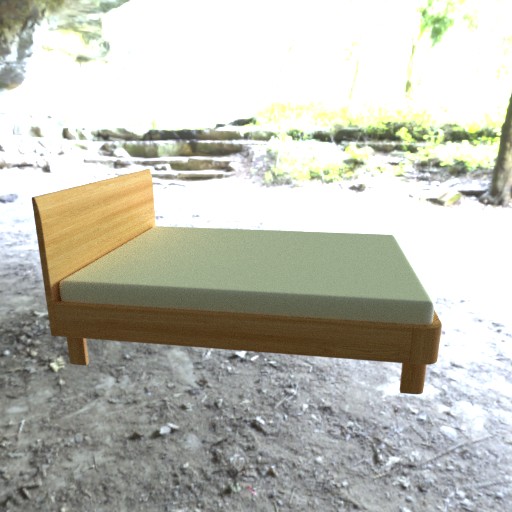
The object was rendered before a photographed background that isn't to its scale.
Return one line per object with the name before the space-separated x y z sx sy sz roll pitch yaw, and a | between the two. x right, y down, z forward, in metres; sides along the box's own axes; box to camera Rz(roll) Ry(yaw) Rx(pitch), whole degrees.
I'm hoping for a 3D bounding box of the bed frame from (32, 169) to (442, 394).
bed frame | 0.000 0.000 2.846 1.992 0.940 1.472 3 17 9
